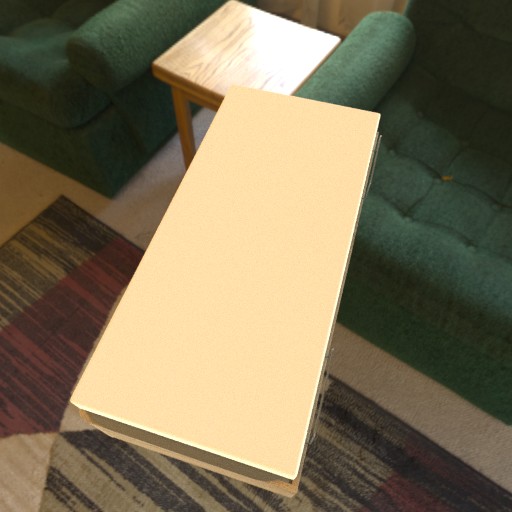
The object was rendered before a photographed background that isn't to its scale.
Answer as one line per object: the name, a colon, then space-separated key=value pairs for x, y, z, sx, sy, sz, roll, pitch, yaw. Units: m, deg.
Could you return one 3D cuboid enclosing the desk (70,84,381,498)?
desk: x=0.000 y=0.000 z=2.181 sx=0.900 sy=0.455 sz=1.900 roll=15 pitch=60 yaw=9
